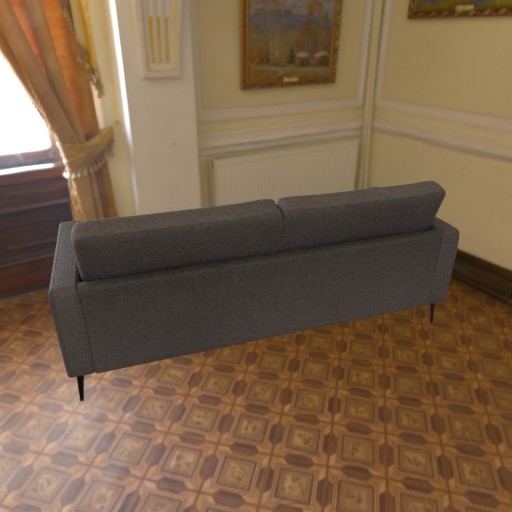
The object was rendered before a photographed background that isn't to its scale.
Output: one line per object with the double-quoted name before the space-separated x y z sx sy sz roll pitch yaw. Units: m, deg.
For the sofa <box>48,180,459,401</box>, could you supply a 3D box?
"sofa" 0.000 0.000 2.341 1.925 0.828 0.774 -9 28 -16
